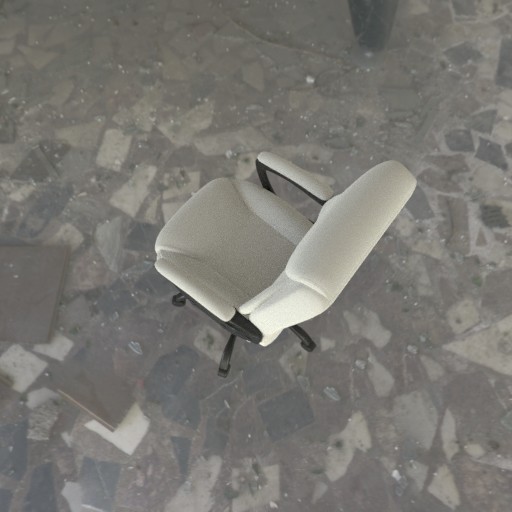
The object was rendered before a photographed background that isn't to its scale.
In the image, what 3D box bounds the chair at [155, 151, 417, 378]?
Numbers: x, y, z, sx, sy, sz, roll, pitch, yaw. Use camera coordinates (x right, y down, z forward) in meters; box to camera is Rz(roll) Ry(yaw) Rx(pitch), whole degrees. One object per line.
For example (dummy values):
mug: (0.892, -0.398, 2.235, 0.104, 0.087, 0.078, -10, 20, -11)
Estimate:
chair: (0.000, 0.000, 1.496, 0.669, 1.065, 0.663, 34, 69, 16)
